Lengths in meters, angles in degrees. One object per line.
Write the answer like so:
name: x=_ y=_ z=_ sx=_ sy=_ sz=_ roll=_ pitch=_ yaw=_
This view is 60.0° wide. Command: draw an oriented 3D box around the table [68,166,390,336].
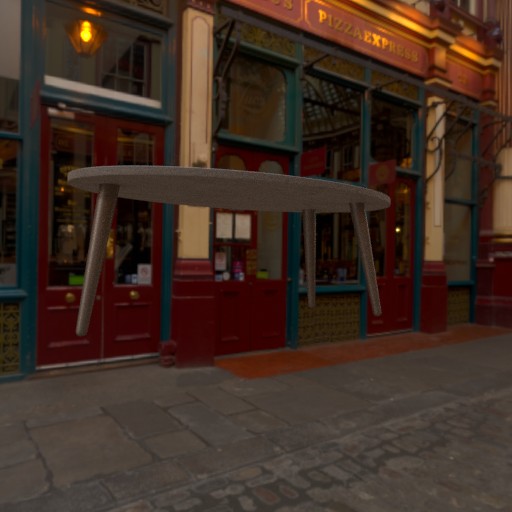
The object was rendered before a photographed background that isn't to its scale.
table: x=0.000 y=0.000 z=1.359 sx=1.083 sy=0.390 sz=0.542 roll=0 pitch=-1 yaw=-35
